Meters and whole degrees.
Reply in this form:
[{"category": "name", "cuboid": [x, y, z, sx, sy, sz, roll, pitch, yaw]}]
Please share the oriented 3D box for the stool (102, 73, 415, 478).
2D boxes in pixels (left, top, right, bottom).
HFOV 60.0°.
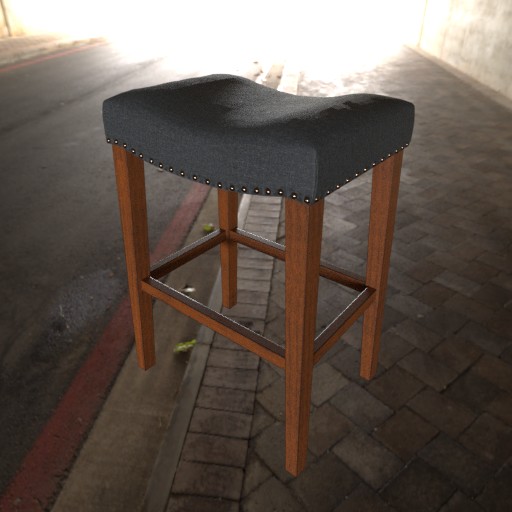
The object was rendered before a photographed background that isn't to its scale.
[{"category": "stool", "cuboid": [0.000, 0.000, 0.856, 0.439, 0.612, 0.320, 22, 38, 32]}]
